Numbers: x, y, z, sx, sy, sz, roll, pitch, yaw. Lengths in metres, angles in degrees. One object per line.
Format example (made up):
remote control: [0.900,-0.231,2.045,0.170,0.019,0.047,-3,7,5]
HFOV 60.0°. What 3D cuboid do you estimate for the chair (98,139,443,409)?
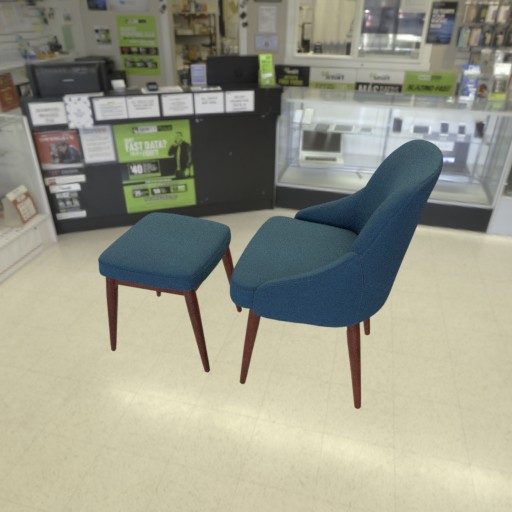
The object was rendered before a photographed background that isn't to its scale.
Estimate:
chair: [0.000,0.000,1.616,1.114,0.866,0.584,9,32,14]
